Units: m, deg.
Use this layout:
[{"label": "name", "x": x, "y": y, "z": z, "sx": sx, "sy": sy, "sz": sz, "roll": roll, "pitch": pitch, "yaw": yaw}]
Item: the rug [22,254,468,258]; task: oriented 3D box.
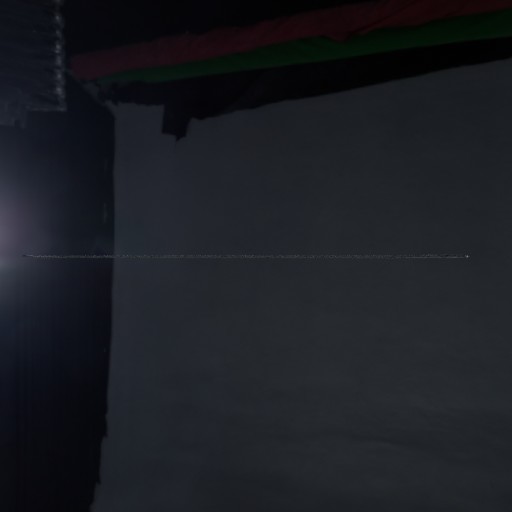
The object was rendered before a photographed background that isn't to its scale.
[{"label": "rug", "x": 0.000, "y": 0.000, "z": 2.285, "sx": 1.828, "sy": 0.019, "sz": 1.209, "roll": 0, "pitch": 0, "yaw": 17}]
